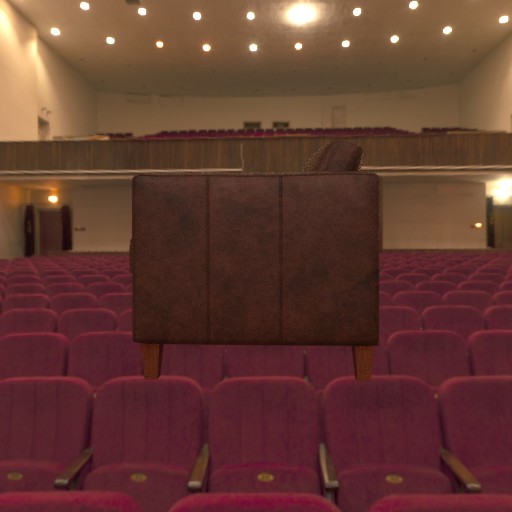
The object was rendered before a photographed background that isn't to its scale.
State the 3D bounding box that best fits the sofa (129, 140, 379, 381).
[{"bbox_3d":[0.000,0.000,2.936,1.045,1.006,2.464,0,0,2],"label":"sofa"}]
